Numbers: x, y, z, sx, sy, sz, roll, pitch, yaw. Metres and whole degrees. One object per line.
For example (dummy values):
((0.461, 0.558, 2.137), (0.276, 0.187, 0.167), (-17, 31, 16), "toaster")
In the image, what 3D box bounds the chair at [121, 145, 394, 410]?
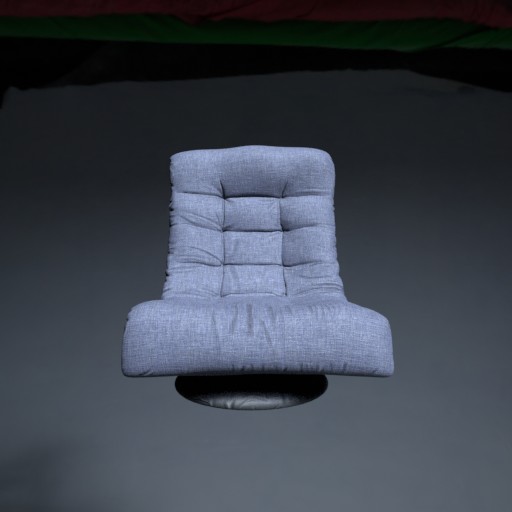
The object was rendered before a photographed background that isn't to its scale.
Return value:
((0.000, 0.000, 1.260), (0.597, 0.749, 0.668), (0, 0, -1), "chair")
